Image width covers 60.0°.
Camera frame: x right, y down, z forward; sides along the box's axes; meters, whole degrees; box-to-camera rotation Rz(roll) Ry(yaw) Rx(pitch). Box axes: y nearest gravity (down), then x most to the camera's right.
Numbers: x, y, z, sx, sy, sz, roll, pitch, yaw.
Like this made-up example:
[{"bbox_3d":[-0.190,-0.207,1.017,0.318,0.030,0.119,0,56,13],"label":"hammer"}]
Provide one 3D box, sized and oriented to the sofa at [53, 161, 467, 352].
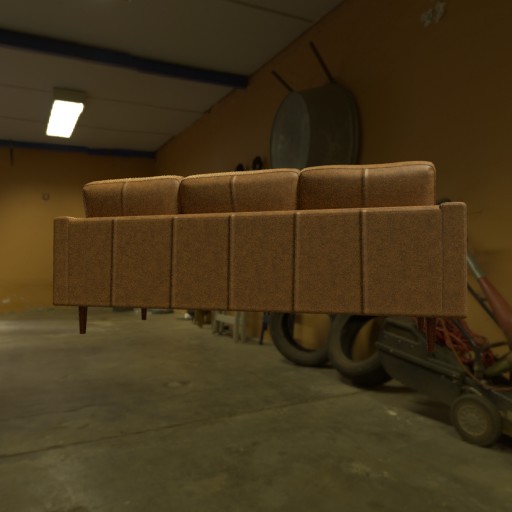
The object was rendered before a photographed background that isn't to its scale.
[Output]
[{"bbox_3d":[0.000,0.000,2.721,2.231,0.930,0.903,0,-1,17],"label":"sofa"}]
